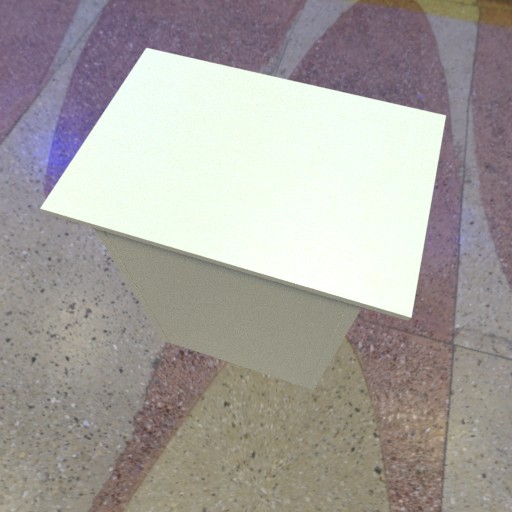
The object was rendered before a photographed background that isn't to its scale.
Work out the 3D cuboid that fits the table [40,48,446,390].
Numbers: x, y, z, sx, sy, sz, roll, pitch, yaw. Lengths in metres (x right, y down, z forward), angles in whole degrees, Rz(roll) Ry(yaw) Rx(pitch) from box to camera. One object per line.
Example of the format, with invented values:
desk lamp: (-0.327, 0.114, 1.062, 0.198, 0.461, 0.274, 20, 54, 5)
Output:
table: (0.000, 0.000, 1.066, 0.589, 0.711, 0.406, 16, 63, 8)
